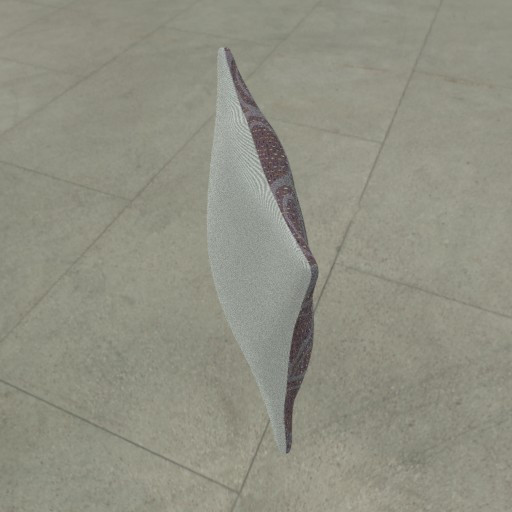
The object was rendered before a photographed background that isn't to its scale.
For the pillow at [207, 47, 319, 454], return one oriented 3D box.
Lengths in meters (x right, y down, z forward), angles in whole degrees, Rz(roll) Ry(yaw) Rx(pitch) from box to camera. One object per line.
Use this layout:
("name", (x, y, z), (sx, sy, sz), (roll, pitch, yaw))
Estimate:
("pillow", (0.000, 0.000, 0.776), (0.163, 0.513, 0.514), (-9, 48, -8))
